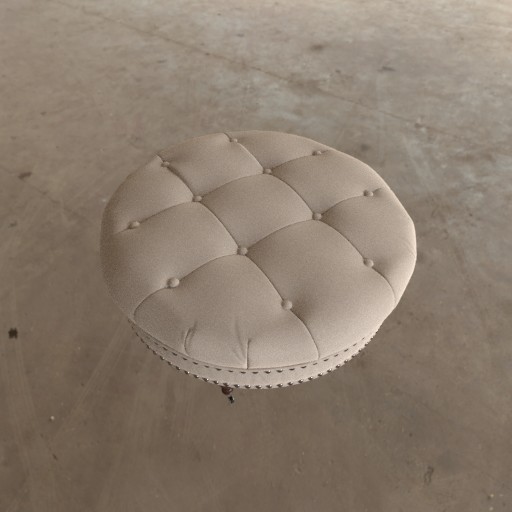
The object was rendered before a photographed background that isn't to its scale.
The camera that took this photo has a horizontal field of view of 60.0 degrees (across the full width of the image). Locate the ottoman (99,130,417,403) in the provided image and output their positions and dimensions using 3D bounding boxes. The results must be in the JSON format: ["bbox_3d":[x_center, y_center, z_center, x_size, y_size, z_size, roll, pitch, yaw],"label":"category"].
[{"bbox_3d":[0.000,0.000,1.379,0.901,0.439,0.901,0,47,0],"label":"ottoman"}]
